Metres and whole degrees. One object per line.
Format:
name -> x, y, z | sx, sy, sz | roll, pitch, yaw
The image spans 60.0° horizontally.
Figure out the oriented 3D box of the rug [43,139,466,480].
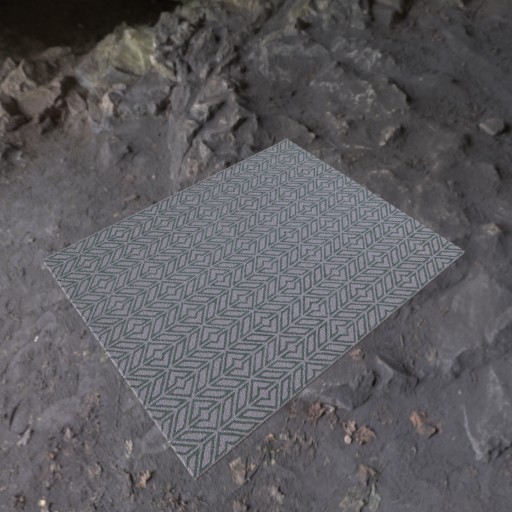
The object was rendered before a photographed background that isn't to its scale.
rug -> 0.000, 0.000, 4.079 | 3.050, 0.017, 2.441 | -32, 55, -26
